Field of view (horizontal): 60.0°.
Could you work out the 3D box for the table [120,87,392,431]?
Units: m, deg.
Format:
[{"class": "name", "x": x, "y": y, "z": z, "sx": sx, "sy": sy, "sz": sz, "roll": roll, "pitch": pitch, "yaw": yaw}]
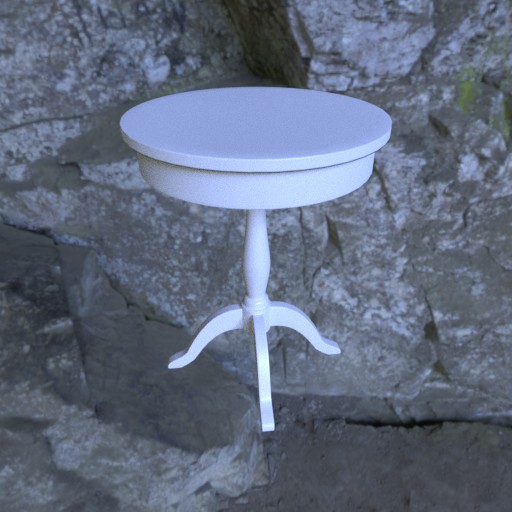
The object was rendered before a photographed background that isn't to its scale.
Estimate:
[{"class": "table", "x": 0.000, "y": 0.000, "z": 1.034, "sx": 0.513, "sy": 0.653, "sz": 0.513, "roll": 0, "pitch": 32, "yaw": 0}]
